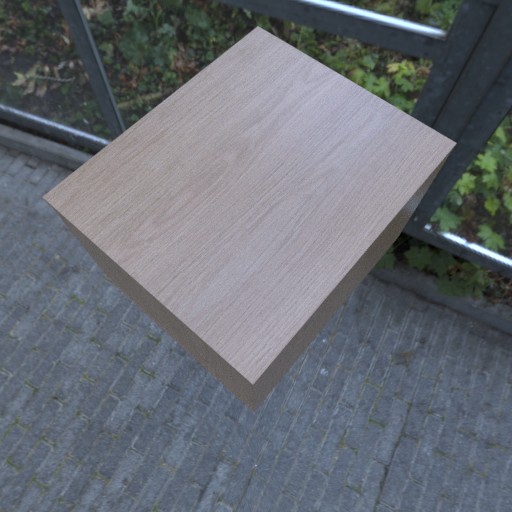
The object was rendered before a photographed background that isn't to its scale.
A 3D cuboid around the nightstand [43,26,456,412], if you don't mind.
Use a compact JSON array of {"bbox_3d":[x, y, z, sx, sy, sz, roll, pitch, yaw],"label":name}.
[{"bbox_3d":[0.000,0.000,0.881,0.380,0.571,0.450,38,70,16],"label":"nightstand"}]
